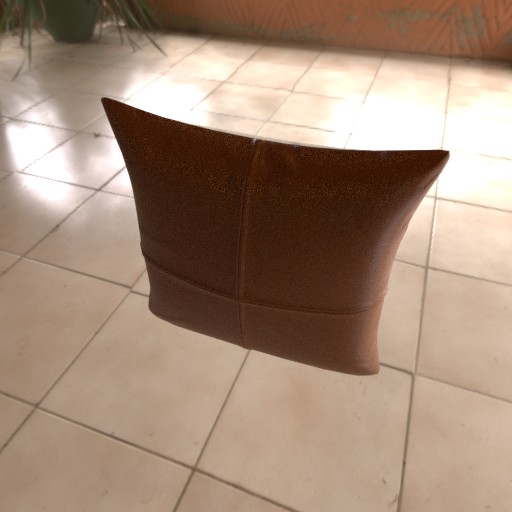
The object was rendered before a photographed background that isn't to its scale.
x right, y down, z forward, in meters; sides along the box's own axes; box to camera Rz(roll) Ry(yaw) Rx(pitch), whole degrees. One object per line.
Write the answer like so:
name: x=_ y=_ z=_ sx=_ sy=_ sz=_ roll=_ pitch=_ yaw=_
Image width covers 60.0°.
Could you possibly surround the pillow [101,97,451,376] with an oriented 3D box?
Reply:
pillow: x=0.000 y=0.000 z=0.754 sx=0.501 sy=0.477 sz=0.192 roll=13 pitch=43 yaw=14
